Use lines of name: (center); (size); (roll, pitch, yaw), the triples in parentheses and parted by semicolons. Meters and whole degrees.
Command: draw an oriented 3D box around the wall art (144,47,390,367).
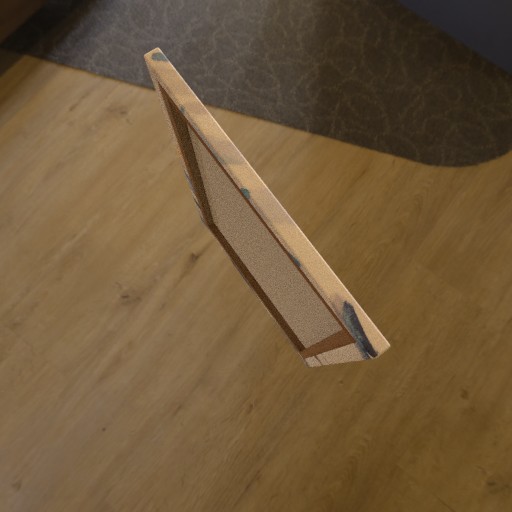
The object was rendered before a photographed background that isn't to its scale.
wall art: (0.000, 0.000, 1.339); (0.038, 1.015, 0.761); (-35, 78, -9)
